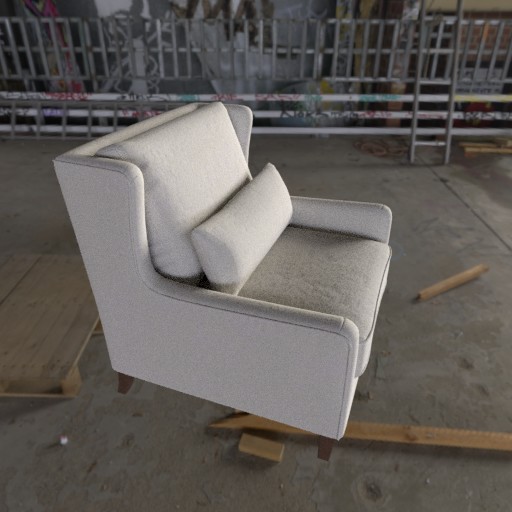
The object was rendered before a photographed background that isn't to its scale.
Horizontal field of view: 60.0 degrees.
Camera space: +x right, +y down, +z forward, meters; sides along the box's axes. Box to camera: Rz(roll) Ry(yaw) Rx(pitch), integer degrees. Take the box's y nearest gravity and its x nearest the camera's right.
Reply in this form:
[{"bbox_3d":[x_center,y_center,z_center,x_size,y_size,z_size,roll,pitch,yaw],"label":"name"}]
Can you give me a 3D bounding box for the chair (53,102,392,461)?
[{"bbox_3d":[0.000,0.000,1.831,1.040,1.056,0.982,11,32,18],"label":"chair"}]
